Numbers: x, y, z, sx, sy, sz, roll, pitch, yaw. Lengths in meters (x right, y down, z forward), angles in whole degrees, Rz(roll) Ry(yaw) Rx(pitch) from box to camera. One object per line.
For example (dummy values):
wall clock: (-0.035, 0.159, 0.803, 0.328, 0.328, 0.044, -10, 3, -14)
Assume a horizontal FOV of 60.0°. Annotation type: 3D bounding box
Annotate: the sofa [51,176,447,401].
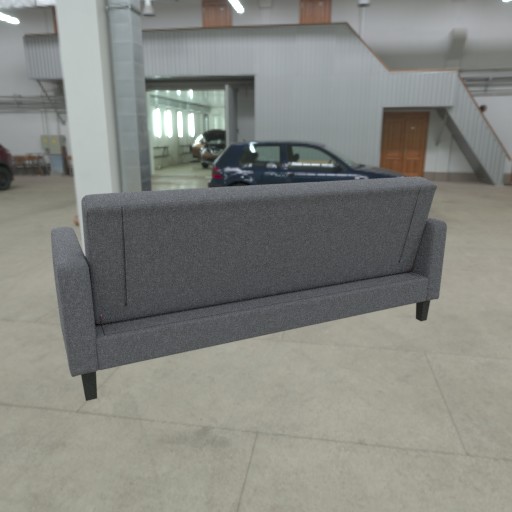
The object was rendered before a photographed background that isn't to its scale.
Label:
sofa: (0.000, 0.000, 2.455, 2.040, 0.850, 0.810, -7, 17, -25)
